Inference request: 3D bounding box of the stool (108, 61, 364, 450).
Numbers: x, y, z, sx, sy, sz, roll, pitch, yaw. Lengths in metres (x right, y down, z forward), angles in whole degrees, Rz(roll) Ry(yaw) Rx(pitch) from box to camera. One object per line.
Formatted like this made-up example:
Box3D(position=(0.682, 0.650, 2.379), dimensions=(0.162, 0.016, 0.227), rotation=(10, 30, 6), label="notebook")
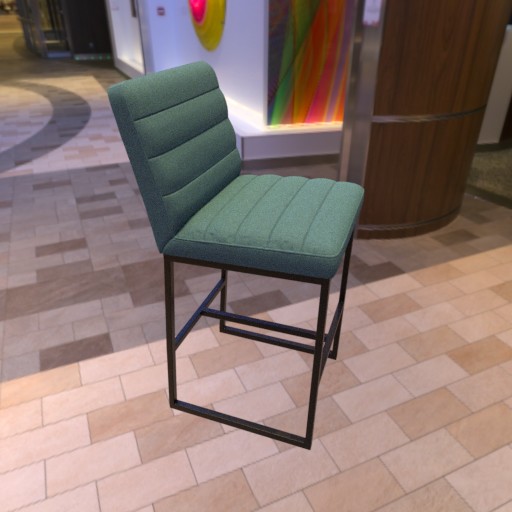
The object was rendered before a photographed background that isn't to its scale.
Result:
Box3D(position=(0.000, 0.000, 1.348), dimensions=(0.560, 1.040, 0.460), rotation=(10, 32, 17), label="stool")
